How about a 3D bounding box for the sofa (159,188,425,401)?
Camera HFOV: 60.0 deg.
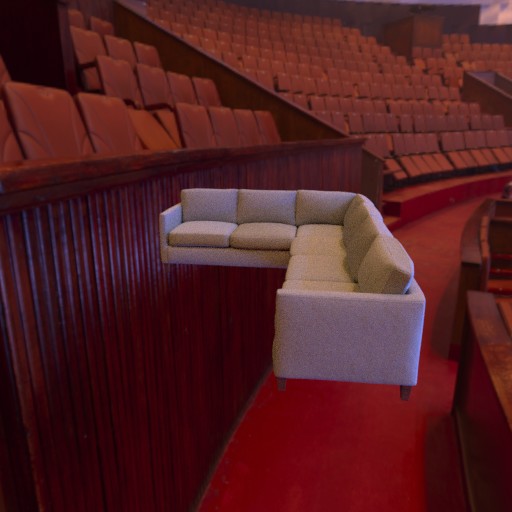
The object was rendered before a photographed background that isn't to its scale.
[{"bbox_3d":[0.000,0.000,4.420,2.592,0.947,3.301,2,16,8],"label":"sofa"}]
